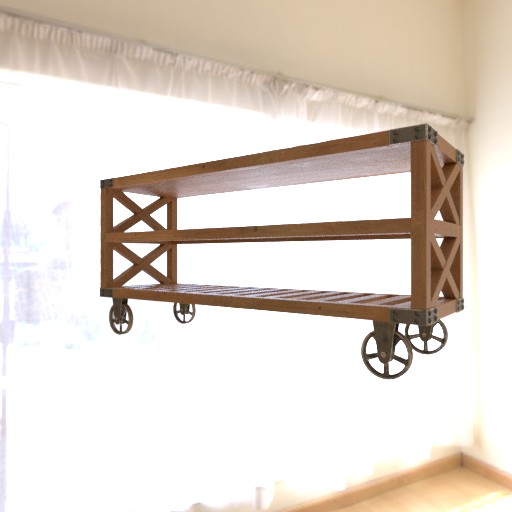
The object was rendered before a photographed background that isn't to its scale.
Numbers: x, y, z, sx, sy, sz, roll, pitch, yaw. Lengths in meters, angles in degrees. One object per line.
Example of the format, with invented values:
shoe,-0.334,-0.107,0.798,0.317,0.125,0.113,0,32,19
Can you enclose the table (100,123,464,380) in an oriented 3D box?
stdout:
table,0.000,0.000,1.808,1.487,0.711,0.467,0,0,36
